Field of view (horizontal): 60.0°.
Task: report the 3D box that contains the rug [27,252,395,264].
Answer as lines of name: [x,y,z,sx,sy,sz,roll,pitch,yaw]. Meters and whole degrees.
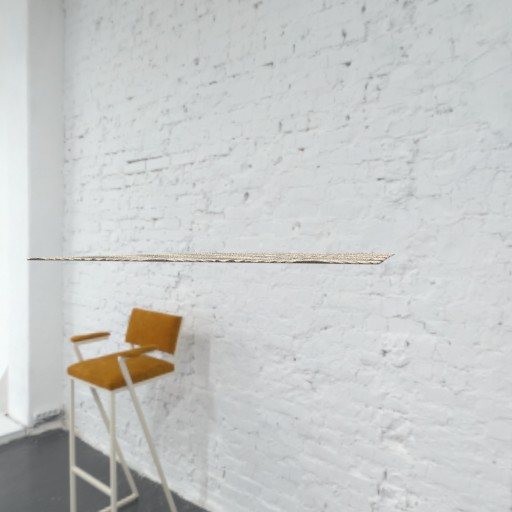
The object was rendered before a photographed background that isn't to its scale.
rug: [0.000,0.000,4.197,2.438,0.016,3.048,0,1,19]
